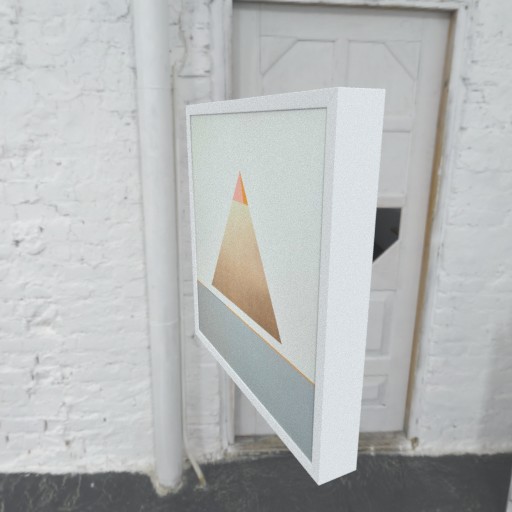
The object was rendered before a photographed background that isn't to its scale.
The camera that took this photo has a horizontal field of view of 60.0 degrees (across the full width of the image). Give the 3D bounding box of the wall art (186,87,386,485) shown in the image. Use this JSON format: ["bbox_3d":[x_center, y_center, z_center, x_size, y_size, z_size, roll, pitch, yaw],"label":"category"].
[{"bbox_3d":[0.000,0.000,0.457,0.038,0.304,0.305,-8,18,-25],"label":"wall art"}]
